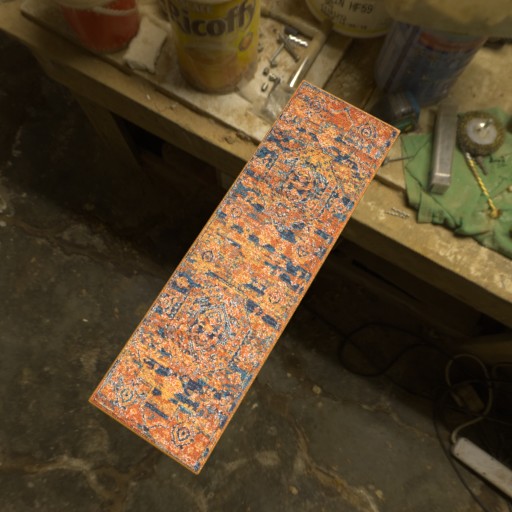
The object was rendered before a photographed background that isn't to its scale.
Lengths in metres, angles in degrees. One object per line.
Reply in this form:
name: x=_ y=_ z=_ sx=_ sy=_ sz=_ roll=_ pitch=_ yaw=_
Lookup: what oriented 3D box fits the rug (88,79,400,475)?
rug: x=0.000 y=0.000 z=2.023 sx=0.556 sy=0.013 sz=1.820 roll=31 pitch=78 yaw=7
